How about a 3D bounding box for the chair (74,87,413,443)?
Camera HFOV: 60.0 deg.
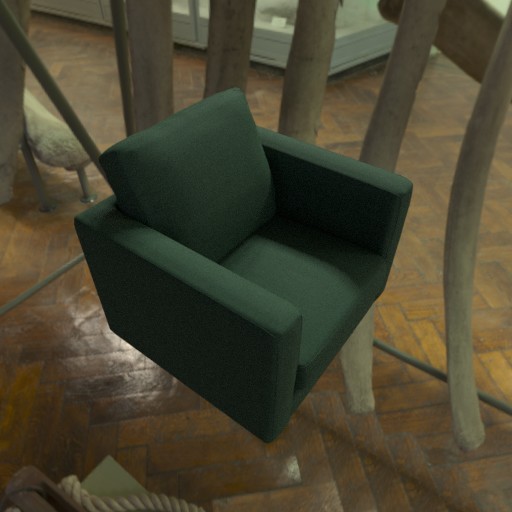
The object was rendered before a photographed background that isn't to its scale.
[{"bbox_3d":[0.000,0.000,1.584,0.800,0.927,0.855,26,49,26],"label":"chair"}]
